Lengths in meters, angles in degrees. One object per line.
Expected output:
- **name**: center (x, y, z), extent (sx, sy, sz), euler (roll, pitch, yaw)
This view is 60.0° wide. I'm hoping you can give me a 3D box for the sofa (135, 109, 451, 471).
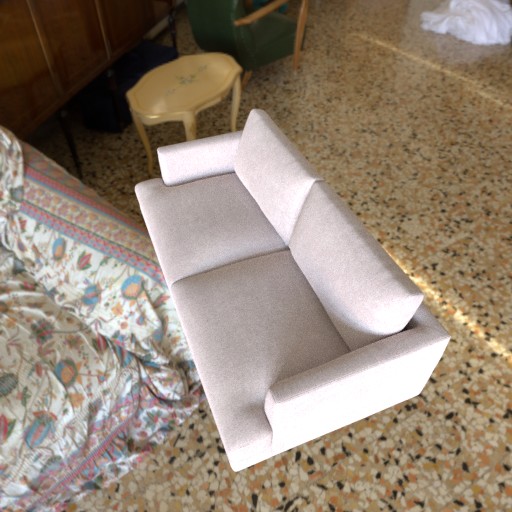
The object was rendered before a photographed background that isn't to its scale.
- **sofa**: center (0.000, 0.000, 2.518), extent (1.020, 0.868, 1.948), euler (-16, 47, -15)
